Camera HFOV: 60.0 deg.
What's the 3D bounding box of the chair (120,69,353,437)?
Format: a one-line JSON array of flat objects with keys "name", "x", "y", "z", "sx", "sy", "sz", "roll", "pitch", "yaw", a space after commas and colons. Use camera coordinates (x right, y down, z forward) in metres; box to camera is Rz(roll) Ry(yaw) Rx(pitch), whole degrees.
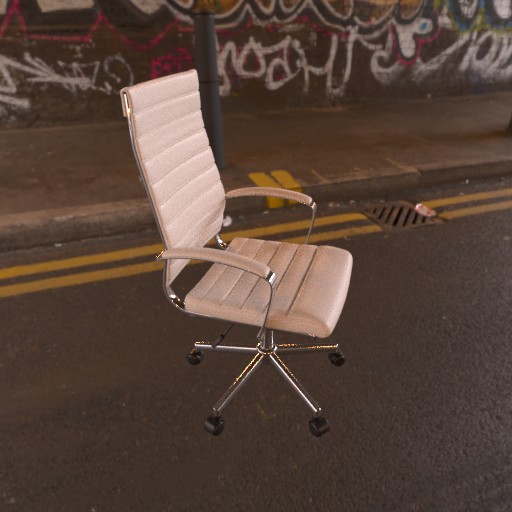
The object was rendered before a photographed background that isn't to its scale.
[{"name": "chair", "x": 0.000, "y": 0.000, "z": 1.555, "sx": 0.679, "sy": 1.149, "sz": 0.679, "roll": 10, "pitch": 31, "yaw": 16}]
